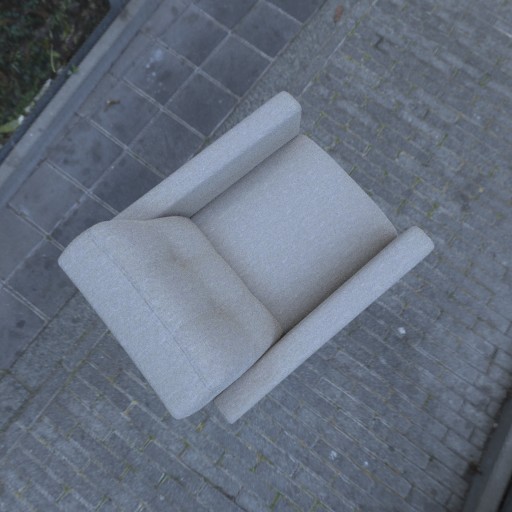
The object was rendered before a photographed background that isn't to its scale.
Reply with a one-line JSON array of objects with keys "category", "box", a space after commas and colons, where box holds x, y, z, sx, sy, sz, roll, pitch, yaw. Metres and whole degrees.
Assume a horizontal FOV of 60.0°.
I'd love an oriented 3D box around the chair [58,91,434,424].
[{"category": "chair", "box": [0.000, 0.000, 1.850, 1.128, 0.965, 0.897, -39, 79, -9]}]
